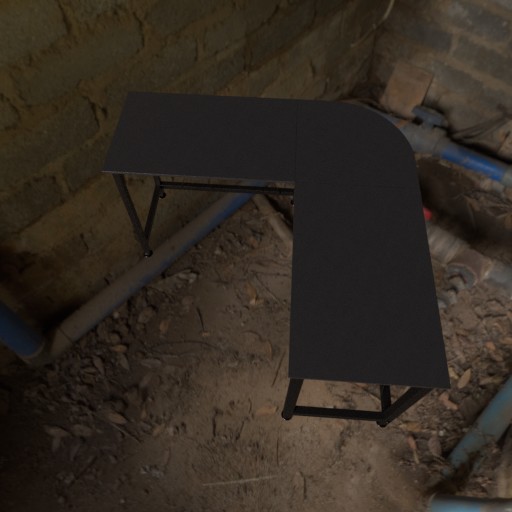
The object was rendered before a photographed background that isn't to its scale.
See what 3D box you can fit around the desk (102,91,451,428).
[{"bbox_3d":[0.000,0.000,2.186,1.400,0.762,1.400,4,59,2],"label":"desk"}]
